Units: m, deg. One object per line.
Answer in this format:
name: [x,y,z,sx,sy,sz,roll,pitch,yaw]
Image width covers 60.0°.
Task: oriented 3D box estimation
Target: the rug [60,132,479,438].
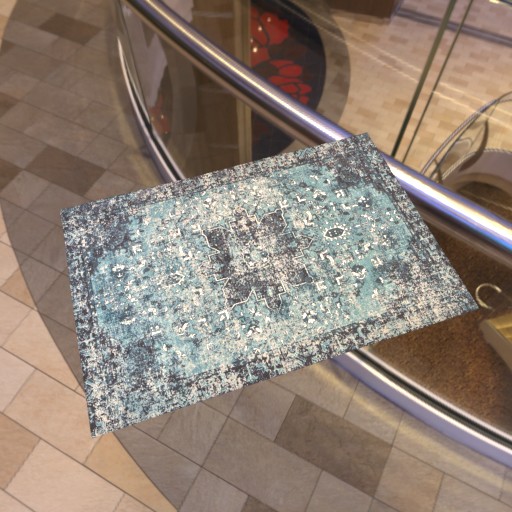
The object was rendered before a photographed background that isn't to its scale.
rug: [0.000,0.000,2.250,1.828,0.005,1.219,-16,61,-9]
